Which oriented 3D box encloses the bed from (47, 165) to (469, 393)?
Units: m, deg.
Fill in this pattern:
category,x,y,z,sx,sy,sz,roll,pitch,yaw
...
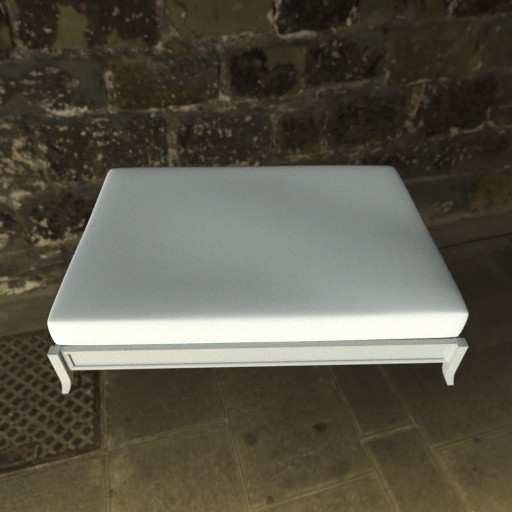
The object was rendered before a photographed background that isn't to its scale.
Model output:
category,x,y,z,sx,sy,sz,roll,pitch,yaw
bed,0.000,0.000,2.619,1.985,0.510,1.460,-1,42,-1
